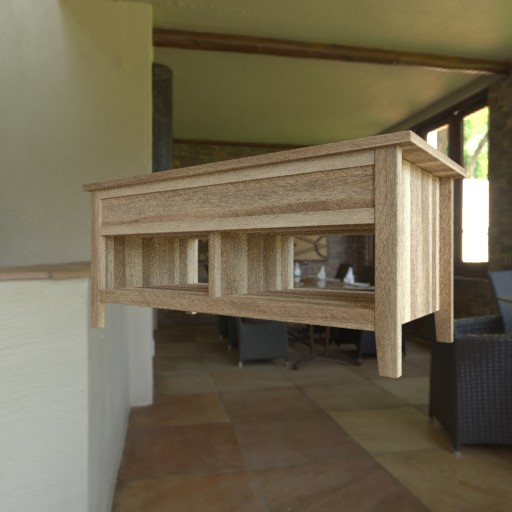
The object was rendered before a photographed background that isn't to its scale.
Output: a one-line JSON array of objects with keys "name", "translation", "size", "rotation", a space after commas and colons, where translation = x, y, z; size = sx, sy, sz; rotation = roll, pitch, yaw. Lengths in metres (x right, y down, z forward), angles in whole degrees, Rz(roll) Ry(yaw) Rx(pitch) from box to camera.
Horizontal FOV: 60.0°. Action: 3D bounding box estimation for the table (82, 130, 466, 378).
[{"name": "table", "translation": [0.000, 0.000, 1.365], "size": [1.095, 0.480, 0.493], "rotation": [0, 0, 37]}]
